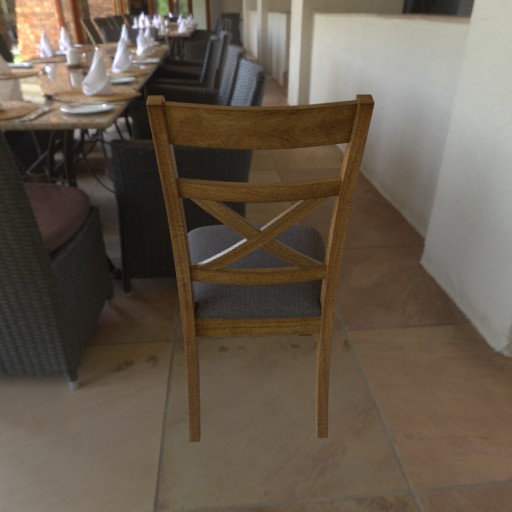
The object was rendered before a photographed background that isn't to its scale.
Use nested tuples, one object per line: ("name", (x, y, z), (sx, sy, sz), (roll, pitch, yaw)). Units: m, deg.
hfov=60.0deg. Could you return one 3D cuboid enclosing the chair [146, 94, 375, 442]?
("chair", (0.000, 0.000, 1.258), (0.470, 0.949, 0.581), (-1, 29, -2))
